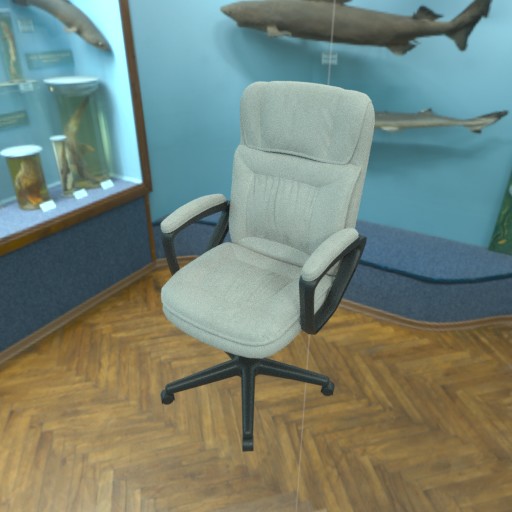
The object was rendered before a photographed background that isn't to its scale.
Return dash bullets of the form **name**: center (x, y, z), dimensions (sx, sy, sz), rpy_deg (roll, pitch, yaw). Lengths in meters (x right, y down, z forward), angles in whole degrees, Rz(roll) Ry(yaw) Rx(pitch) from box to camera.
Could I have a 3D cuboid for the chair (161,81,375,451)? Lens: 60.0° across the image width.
- **chair**: center (0.000, 0.000, 1.596), dimensions (0.667, 1.105, 0.724), rpy_deg (18, 34, 29)
